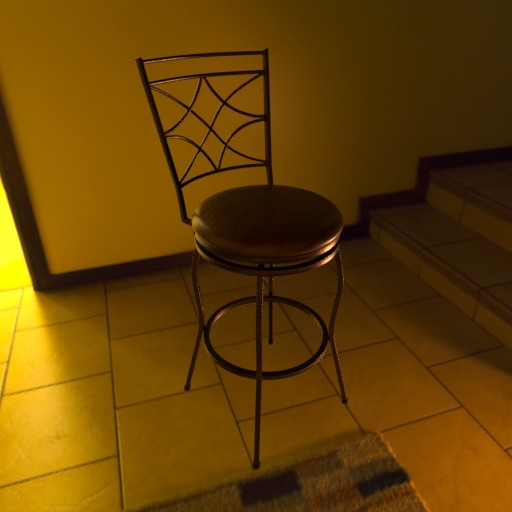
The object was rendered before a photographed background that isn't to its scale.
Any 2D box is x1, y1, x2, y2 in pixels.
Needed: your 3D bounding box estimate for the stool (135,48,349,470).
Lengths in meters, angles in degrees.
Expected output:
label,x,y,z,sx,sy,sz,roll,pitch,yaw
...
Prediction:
label,x,y,z,sx,sy,sz,roll,pitch,yaw
stool,0.000,0.000,1.369,0.434,1.117,0.534,-22,36,-33
